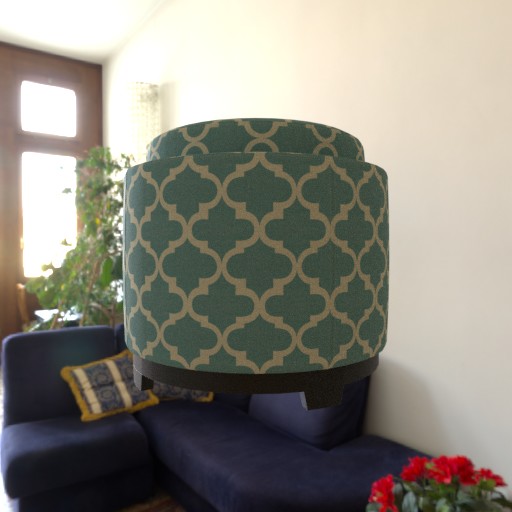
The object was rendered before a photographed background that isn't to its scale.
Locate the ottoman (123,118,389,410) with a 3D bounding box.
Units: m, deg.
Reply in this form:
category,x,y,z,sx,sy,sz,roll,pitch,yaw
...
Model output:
category,x,y,z,sx,sy,sz,roll,pitch,yaw
ottoman,0.000,0.000,0.833,0.480,0.429,0.480,0,1,0
